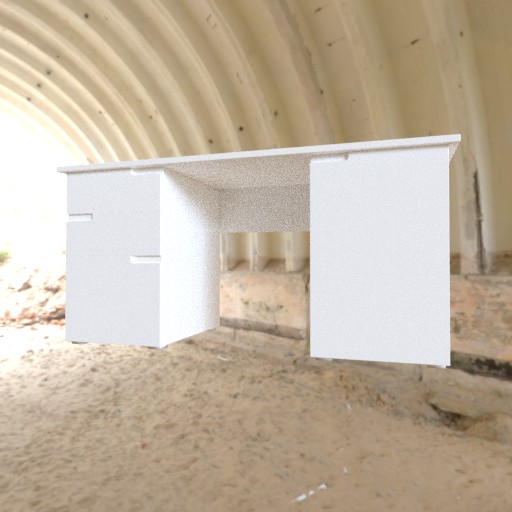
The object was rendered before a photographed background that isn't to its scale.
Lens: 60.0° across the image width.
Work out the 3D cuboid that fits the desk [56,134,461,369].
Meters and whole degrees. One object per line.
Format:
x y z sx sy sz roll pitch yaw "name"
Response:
0.000 0.000 1.964 1.580 0.760 0.670 0 -1 18 "desk"
